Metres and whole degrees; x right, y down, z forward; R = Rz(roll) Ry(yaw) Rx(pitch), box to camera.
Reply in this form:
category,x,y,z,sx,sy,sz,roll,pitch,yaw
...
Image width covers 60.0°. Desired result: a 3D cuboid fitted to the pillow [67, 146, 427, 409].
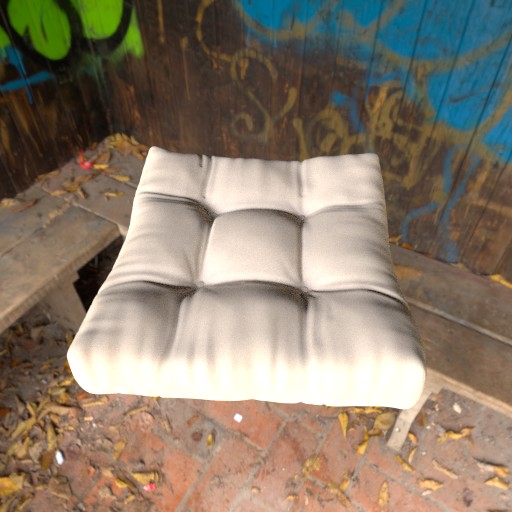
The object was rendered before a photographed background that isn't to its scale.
category,x,y,z,sx,sy,sz,roll,pitch,yaw
pillow,0.000,0.000,0.732,0.468,0.128,0.490,2,46,2
